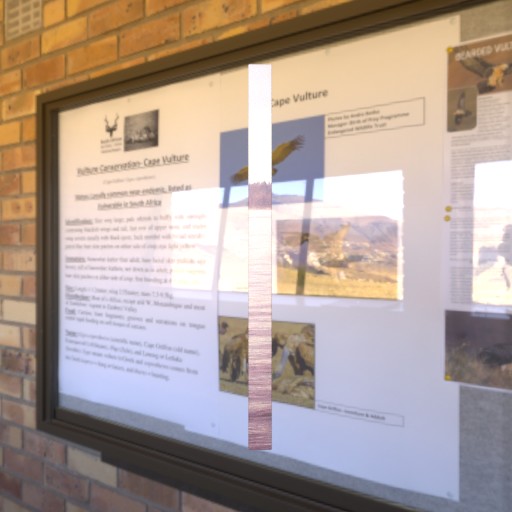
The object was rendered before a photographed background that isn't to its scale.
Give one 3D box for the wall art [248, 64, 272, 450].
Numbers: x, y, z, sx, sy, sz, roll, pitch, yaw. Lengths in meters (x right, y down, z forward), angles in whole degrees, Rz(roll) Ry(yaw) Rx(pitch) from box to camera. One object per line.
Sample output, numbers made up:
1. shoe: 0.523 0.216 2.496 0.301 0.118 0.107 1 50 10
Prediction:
1. wall art: 0.000 0.000 1.155 0.037 0.609 0.916 0 0 -1
